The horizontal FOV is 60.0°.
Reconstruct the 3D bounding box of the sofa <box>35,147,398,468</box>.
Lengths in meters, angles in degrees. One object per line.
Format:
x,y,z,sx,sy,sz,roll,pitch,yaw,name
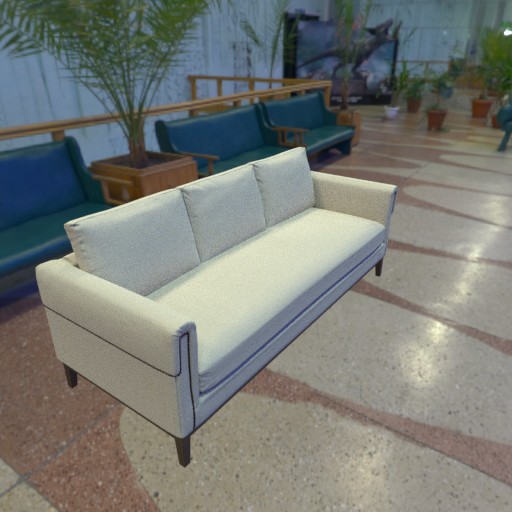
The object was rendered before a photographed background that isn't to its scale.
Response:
0.000,0.000,2.638,0.902,0.911,2.198,17,31,32,sofa
